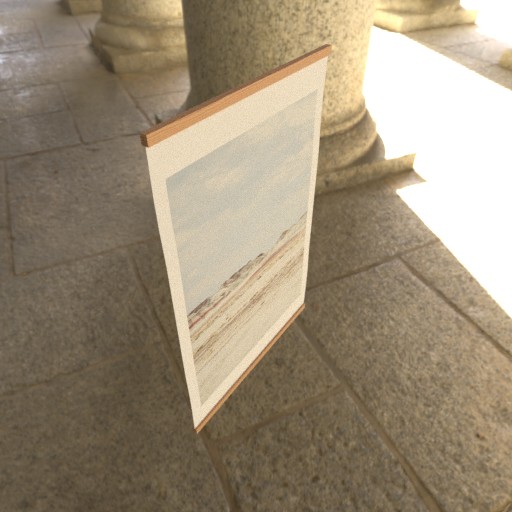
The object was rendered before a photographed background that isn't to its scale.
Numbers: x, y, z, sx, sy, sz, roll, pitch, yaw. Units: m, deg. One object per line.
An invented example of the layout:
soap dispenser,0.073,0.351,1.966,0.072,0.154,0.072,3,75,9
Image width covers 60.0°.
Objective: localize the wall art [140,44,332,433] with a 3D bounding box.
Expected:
wall art,0.000,0.000,1.952,0.025,1.521,1.011,25,46,26
